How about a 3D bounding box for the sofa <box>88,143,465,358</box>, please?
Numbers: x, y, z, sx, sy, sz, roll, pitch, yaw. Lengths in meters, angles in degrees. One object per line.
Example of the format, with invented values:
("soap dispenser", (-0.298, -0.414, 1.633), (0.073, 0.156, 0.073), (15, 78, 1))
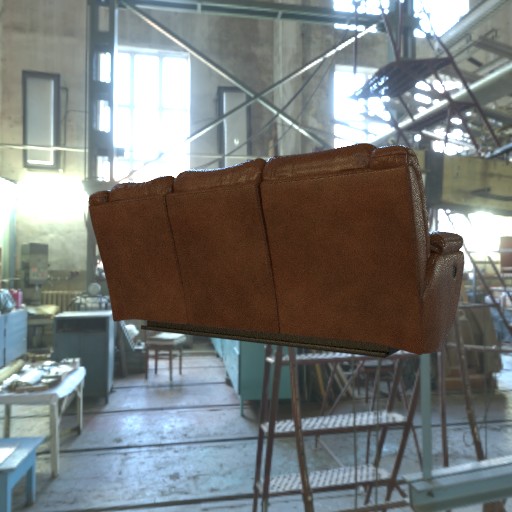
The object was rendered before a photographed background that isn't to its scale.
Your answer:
("sofa", (0.000, 0.000, 2.864), (2.337, 1.043, 0.991), (-1, -2, 35))
